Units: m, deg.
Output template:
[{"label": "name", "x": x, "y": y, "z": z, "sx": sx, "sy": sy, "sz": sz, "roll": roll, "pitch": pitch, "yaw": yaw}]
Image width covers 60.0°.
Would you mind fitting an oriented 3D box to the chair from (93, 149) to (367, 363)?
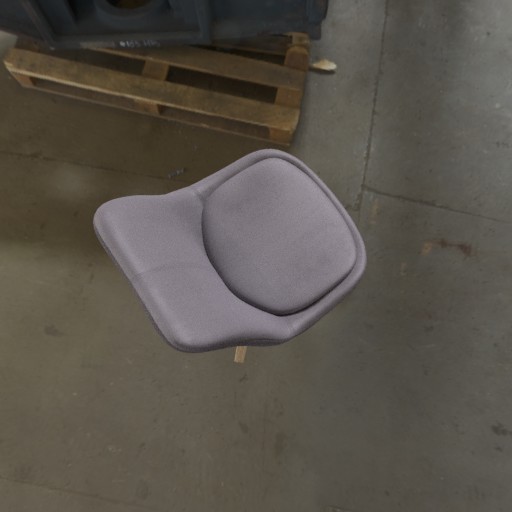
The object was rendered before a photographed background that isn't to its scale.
[{"label": "chair", "x": 0.000, "y": 0.000, "z": 1.218, "sx": 0.547, "sy": 0.865, "sz": 0.483, "roll": -34, "pitch": 79, "yaw": -8}]
